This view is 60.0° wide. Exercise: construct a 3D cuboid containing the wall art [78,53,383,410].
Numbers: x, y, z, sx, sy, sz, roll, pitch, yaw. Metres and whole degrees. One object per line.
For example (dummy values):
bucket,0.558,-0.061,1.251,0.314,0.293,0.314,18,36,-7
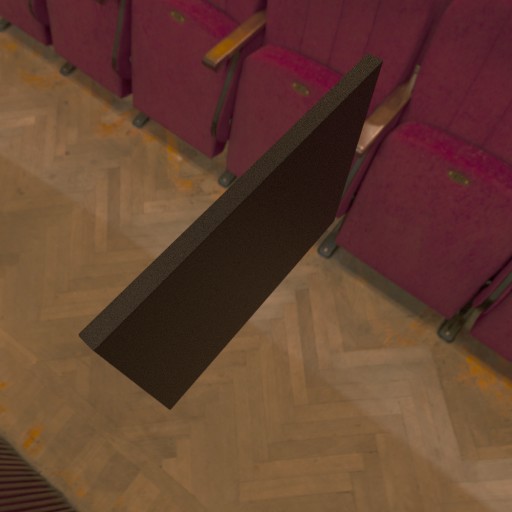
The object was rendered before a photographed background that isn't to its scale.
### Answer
wall art,0.000,0.000,0.761,0.031,0.457,0.558,36,69,16
